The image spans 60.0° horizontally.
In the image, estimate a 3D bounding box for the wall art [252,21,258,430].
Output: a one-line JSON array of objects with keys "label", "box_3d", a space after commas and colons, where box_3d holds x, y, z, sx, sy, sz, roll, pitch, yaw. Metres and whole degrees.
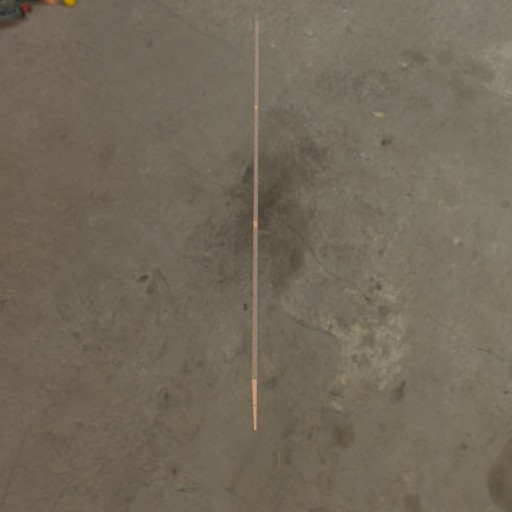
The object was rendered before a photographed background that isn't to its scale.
[{"label": "wall art", "box_3d": [0.000, 0.000, 2.248, 0.014, 1.507, 1.519, 0, 63, 0]}]
